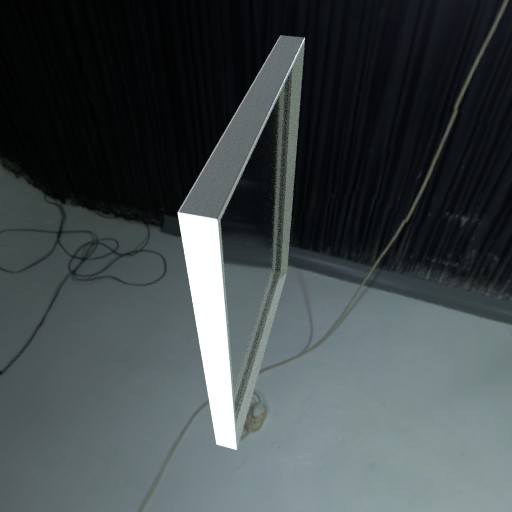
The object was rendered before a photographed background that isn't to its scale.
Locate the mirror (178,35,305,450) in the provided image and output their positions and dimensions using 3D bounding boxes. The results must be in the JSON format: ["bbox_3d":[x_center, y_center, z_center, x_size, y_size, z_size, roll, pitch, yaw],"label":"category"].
[{"bbox_3d":[0.000,0.000,0.689,0.041,0.509,0.406,11,47,10],"label":"mirror"}]
